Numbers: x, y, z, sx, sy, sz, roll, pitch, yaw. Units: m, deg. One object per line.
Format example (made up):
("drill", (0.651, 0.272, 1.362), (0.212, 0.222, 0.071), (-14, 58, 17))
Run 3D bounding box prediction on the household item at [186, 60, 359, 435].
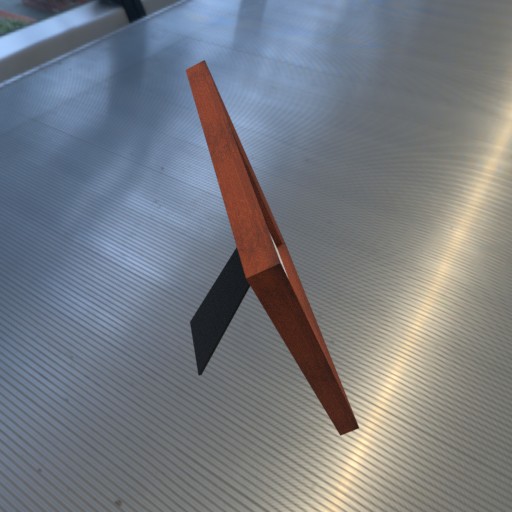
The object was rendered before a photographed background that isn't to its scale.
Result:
("household item", (0.000, 0.000, 0.380), (0.131, 0.240, 0.240), (-10, 47, -9))
